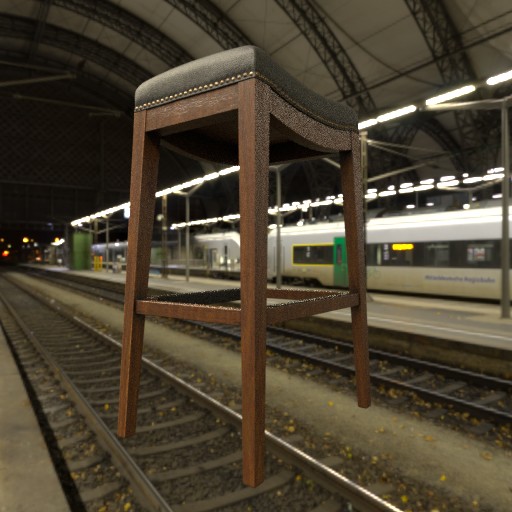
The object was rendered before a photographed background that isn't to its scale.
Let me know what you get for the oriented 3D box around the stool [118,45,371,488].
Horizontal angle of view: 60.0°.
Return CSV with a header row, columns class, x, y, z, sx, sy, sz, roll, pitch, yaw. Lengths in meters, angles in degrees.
class,x,y,z,sx,sy,sz,roll,pitch,yaw
stool,0.000,0.000,1.034,0.361,0.765,0.500,0,0,36
